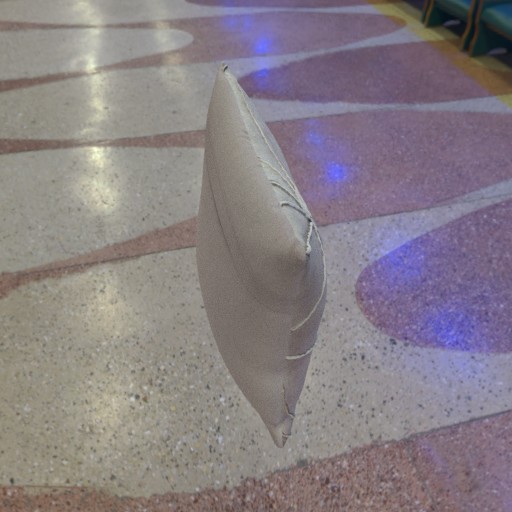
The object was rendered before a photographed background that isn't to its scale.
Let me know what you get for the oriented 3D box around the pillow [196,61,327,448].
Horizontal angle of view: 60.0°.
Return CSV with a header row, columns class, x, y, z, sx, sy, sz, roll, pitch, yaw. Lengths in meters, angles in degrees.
class,x,y,z,sx,sy,sz,roll,pitch,yaw
pillow,0.000,0.000,0.692,0.185,0.440,0.439,-10,48,-9
